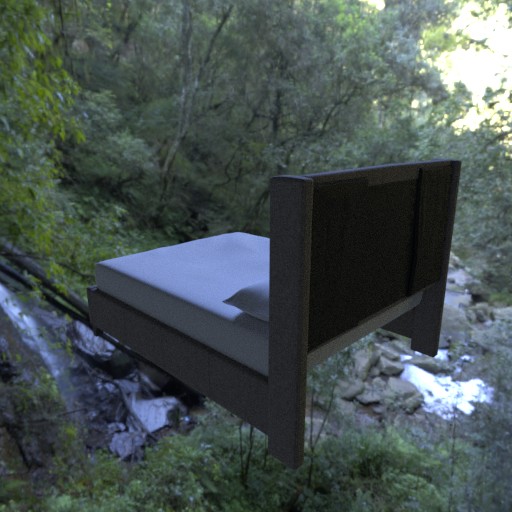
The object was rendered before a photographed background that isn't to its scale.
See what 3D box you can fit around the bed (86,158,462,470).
[{"bbox_3d":[0.000,0.000,3.372,2.245,1.476,1.714,15,22,43],"label":"bed"}]
